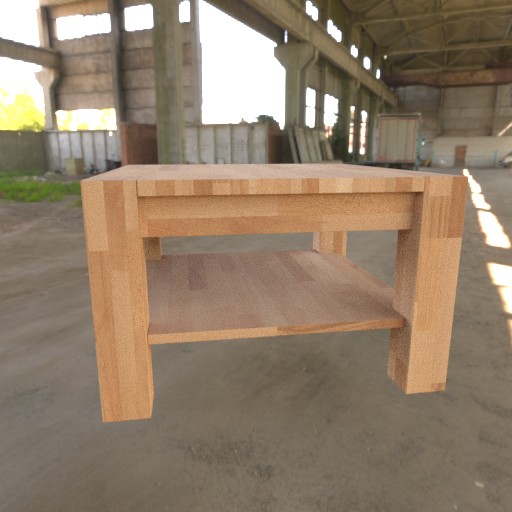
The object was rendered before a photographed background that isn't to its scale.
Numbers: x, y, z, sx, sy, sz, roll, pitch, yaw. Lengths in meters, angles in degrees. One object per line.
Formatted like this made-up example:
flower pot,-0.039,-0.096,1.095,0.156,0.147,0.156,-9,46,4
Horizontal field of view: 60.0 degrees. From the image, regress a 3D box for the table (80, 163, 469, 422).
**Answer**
table,0.000,0.000,1.170,0.700,0.451,0.700,-2,14,-9
